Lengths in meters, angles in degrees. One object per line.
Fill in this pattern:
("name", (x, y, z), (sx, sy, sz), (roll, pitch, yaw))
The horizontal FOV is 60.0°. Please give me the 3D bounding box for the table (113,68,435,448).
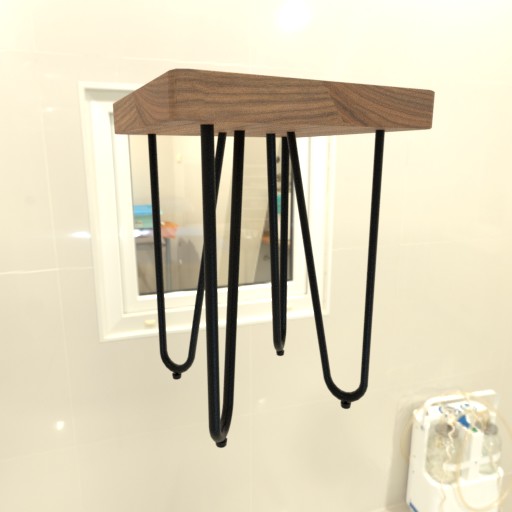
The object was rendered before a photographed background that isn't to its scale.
("table", (0.000, 0.000, 0.949), (0.479, 0.641, 0.480), (-6, 14, -26))
